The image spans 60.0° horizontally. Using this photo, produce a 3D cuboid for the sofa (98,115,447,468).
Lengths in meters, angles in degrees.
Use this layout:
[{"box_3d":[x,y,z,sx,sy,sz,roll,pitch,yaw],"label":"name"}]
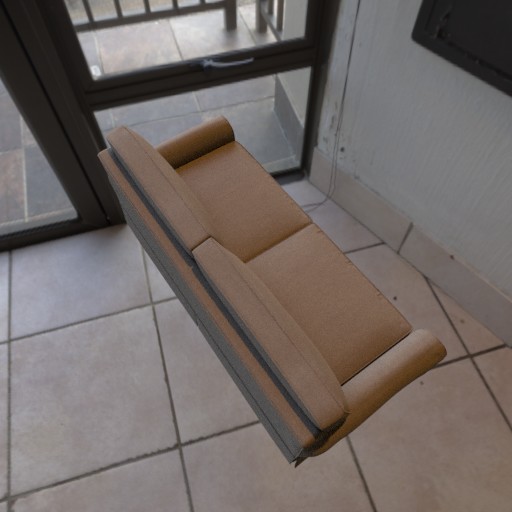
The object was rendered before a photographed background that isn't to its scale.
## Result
[{"box_3d":[0.000,0.000,2.751,0.991,0.943,2.248,-31,64,-17],"label":"sofa"}]
